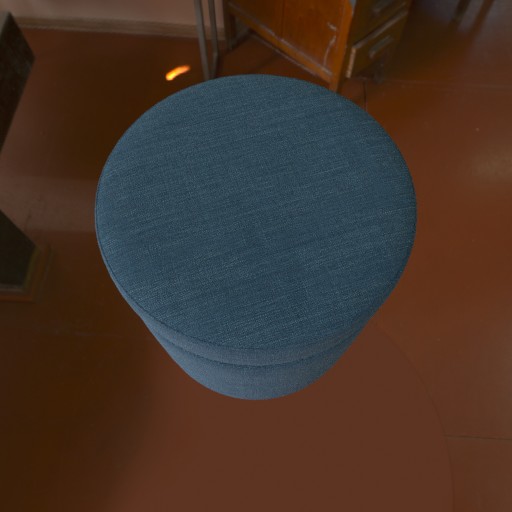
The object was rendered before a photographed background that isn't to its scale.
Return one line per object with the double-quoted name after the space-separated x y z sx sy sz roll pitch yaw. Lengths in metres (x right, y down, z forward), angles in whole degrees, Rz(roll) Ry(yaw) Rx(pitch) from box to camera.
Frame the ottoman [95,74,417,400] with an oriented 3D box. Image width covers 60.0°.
0.000 0.000 0.709 0.398 0.406 0.398 0 65 0 "ottoman"
